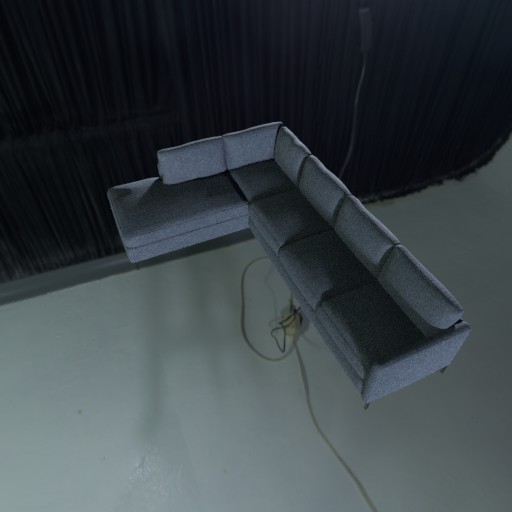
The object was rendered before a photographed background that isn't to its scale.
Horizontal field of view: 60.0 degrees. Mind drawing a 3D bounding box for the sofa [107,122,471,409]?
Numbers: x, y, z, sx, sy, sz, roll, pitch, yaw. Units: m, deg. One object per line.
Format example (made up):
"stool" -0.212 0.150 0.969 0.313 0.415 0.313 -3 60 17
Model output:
"sofa" 0.000 0.000 3.852 2.007 0.815 2.949 -19 49 -17
